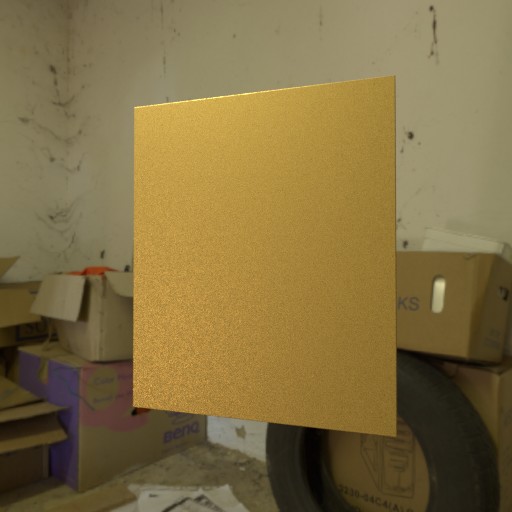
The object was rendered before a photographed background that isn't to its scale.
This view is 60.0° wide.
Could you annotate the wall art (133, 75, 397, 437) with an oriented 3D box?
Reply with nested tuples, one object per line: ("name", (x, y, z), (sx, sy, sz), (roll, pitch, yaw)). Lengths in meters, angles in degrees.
("wall art", (0.000, 0.000, 0.890), (0.537, 0.642, 0.048), (0, -1, 18))
